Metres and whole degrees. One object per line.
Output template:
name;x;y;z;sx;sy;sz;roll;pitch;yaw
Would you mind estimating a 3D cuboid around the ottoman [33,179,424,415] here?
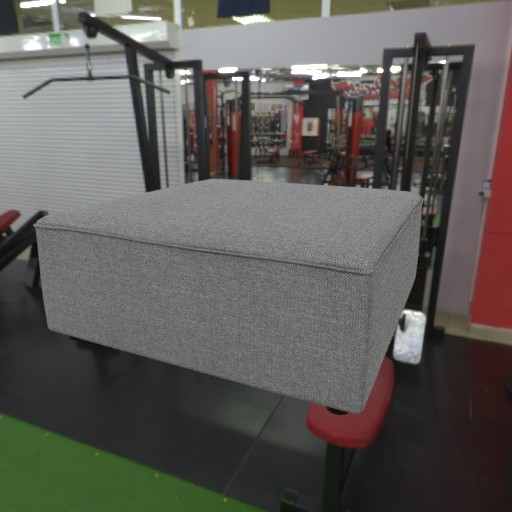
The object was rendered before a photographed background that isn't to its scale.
ottoman;0.000;0.000;1.575;1.023;0.423;1.017;8;19;25
